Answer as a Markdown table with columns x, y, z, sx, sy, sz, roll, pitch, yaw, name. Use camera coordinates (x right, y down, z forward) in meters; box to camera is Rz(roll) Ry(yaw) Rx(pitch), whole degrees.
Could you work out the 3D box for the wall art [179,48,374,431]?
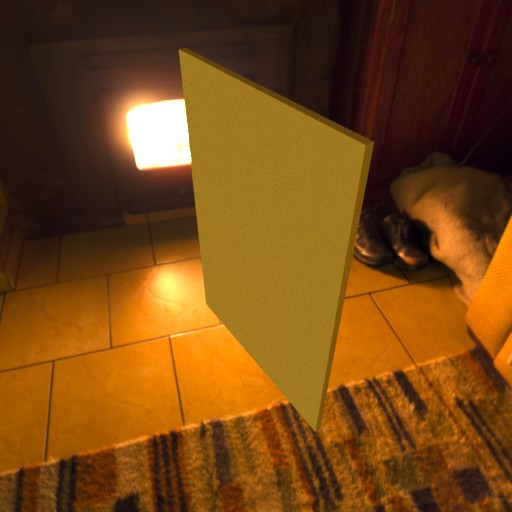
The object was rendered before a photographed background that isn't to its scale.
| x | y | z | sx | sy | sz | roll | pitch | yaw | name |
| --- | --- | --- | --- | --- | --- | --- | --- | --- | --- |
| 0.000 | 0.000 | 0.623 | 0.010 | 0.474 | 0.325 | -25 | 47 | -26 | wall art |
